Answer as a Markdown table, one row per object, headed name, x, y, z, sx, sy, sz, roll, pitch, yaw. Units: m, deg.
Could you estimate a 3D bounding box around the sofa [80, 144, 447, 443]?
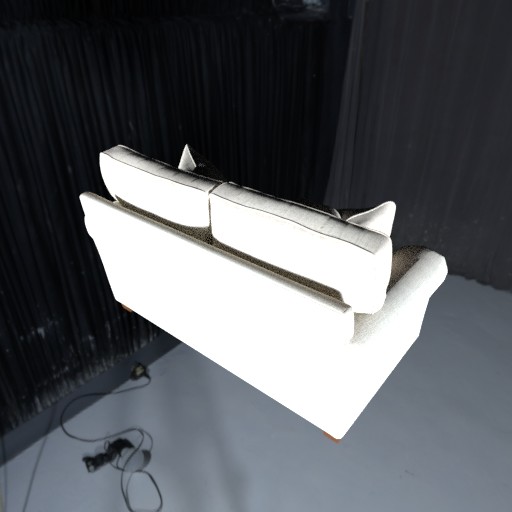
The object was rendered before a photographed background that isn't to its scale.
| name | x | y | z | sx | sy | sz | roll | pitch | yaw |
| --- | --- | --- | --- | --- | --- | --- | --- | --- | --- |
| sofa | 0.000 | 0.000 | 2.291 | 1.701 | 0.966 | 0.966 | 23 | 38 | 33 |
